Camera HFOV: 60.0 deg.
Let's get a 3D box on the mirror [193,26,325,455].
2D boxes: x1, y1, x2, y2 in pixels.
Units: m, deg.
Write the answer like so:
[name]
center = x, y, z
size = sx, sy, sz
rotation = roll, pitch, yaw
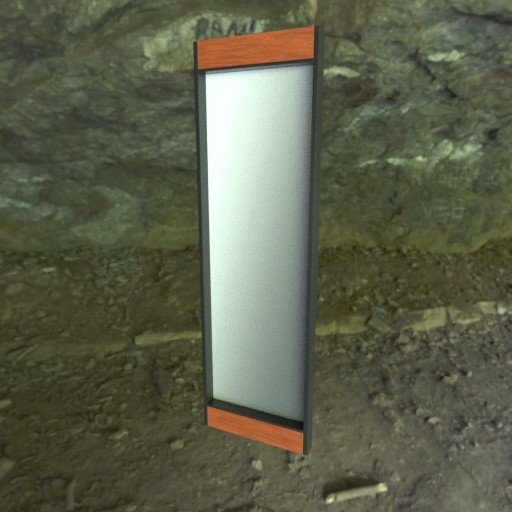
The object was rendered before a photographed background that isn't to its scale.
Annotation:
[mirror]
center = 0.000, 0.000, 1.228
size = 0.343, 1.123, 0.047
rotation = 6, 14, 25
